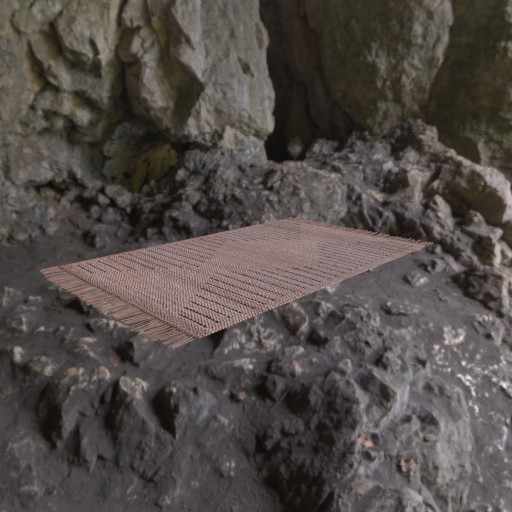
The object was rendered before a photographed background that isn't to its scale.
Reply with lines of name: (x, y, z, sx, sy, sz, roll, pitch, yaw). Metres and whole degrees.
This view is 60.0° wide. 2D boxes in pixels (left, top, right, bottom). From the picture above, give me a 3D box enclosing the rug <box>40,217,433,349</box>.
rug: (0.000, 0.000, 2.609, 1.224, 0.027, 2.085, 15, 22, 43)
